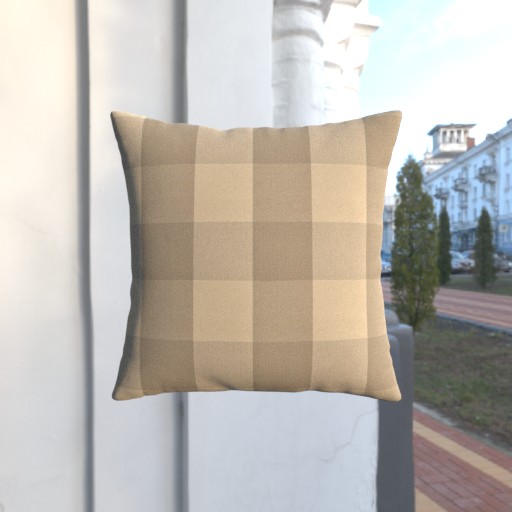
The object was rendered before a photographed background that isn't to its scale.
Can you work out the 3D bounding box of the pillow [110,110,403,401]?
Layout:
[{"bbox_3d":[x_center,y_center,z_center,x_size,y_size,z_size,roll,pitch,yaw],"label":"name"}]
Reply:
[{"bbox_3d":[0.000,0.000,0.777,0.511,0.509,0.161,0,0,1],"label":"pillow"}]
